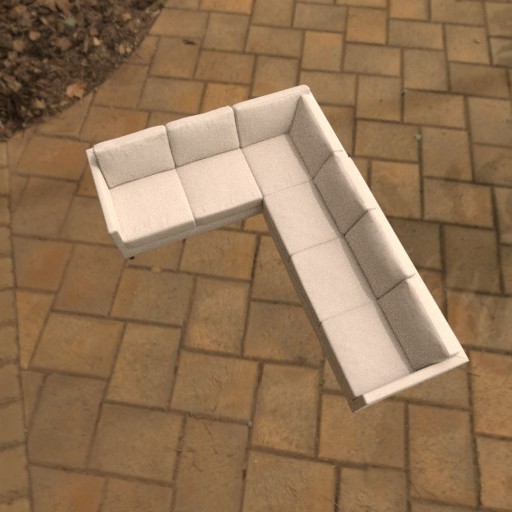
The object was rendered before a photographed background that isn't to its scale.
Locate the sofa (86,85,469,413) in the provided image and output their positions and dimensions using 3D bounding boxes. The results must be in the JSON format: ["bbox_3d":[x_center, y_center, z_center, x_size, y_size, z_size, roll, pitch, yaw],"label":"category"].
[{"bbox_3d":[0.000,0.000,4.182,2.432,0.863,3.182,-19,67,-9],"label":"sofa"}]
